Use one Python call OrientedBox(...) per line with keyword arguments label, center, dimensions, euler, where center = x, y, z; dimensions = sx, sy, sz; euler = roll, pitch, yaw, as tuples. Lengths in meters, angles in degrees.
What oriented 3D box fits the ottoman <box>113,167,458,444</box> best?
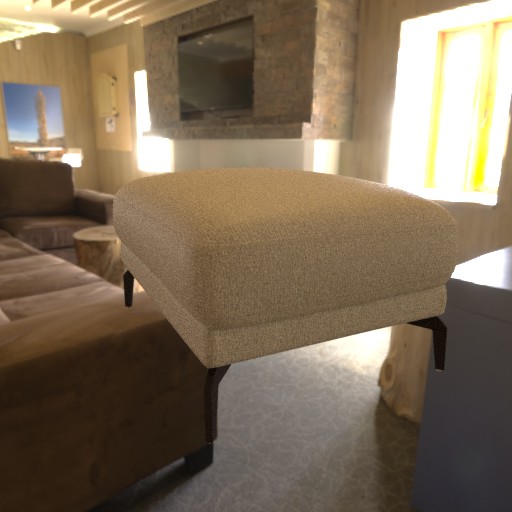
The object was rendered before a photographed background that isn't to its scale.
OrientedBox(label="ottoman", center=(0.000, 0.000, 1.089), dimensions=(0.568, 0.420, 0.772), euler=(-7, 16, -26))
